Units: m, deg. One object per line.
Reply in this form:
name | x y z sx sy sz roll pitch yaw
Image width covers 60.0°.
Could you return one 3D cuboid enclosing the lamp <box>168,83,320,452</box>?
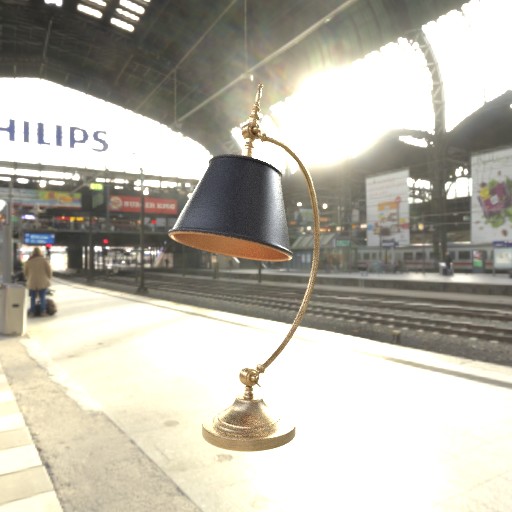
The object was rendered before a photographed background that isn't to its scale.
lamp | 0.000 0.000 0.858 0.344 0.675 0.235 0 -1 -36
